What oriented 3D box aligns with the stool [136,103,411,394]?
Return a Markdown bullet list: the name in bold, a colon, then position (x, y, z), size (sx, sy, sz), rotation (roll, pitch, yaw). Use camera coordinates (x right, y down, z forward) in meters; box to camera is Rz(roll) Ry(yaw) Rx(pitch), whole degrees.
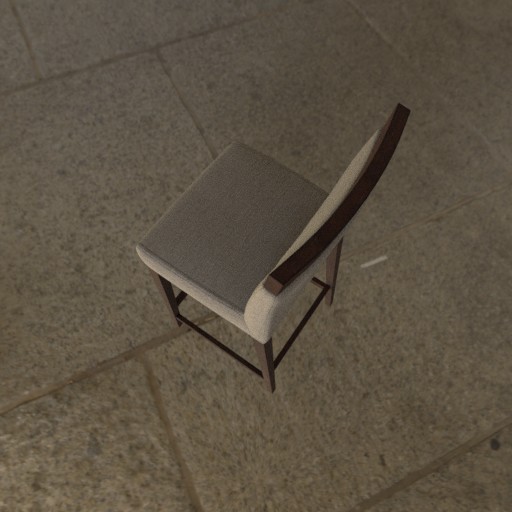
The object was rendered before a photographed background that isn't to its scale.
- **stool**: position (0.000, 0.000, 1.423), size (0.531, 1.117, 0.511), rotation (32, 67, 15)
